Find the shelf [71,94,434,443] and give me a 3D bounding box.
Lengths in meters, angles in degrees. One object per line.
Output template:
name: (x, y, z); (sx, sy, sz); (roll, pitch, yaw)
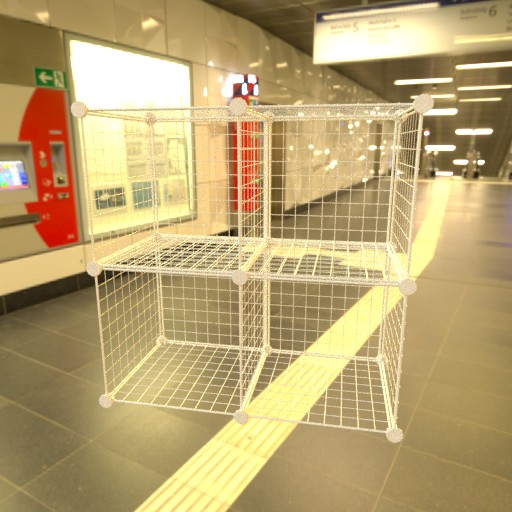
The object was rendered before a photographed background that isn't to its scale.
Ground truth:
shelf: (0.000, 0.000, 1.103); (0.711, 0.711, 0.356); (3, 14, 11)
